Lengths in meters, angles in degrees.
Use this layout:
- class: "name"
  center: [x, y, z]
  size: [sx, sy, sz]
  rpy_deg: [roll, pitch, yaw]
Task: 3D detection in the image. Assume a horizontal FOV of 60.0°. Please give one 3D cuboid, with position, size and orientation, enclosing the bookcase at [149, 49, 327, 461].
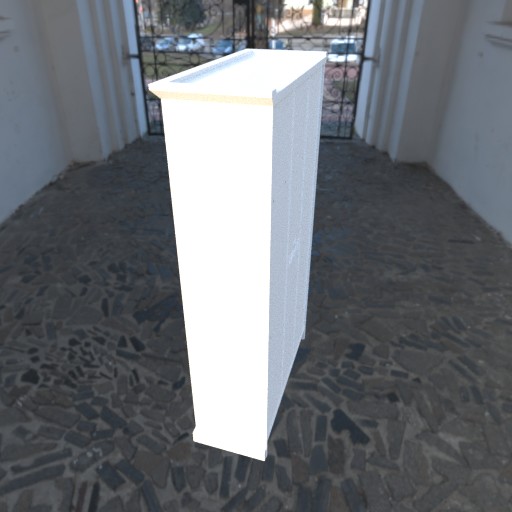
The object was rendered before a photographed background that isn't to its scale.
- class: "bookcase"
  center: [0.000, 0.000, 2.349]
  size: [0.432, 1.880, 1.050]
  rpy_deg: [9, 32, 15]
